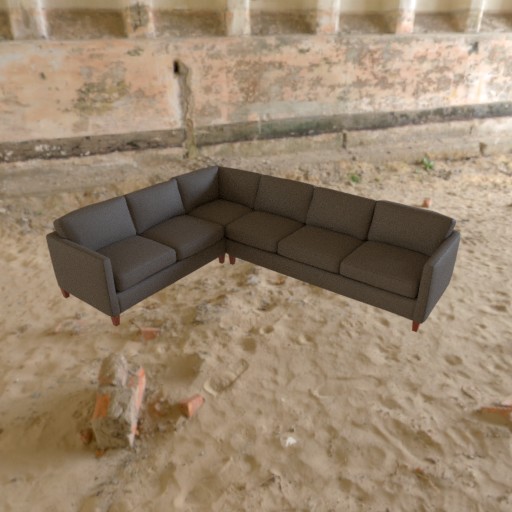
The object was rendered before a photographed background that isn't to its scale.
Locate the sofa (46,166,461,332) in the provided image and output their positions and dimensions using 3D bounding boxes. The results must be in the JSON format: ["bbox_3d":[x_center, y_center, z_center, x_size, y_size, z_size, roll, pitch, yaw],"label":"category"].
[{"bbox_3d":[0.000,0.000,4.490,3.302,0.947,2.593,19,33,32],"label":"sofa"}]
